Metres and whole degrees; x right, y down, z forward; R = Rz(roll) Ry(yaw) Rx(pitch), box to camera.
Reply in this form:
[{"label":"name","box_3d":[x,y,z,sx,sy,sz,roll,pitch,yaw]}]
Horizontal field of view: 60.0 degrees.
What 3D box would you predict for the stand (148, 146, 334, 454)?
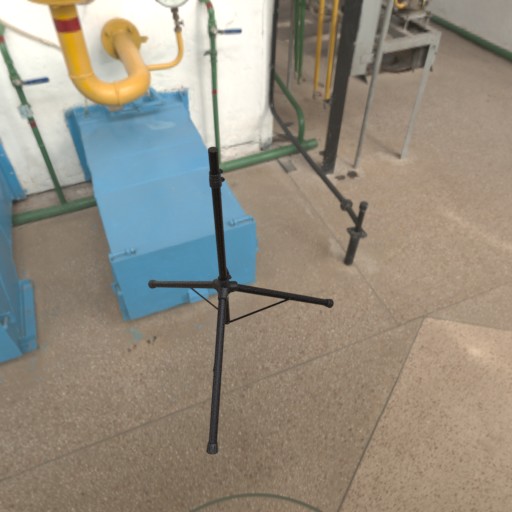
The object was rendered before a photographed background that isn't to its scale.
[{"label":"stand","box_3d":[0.000,0.000,1.904,0.907,1.136,1.045,-16,48,-15]}]
